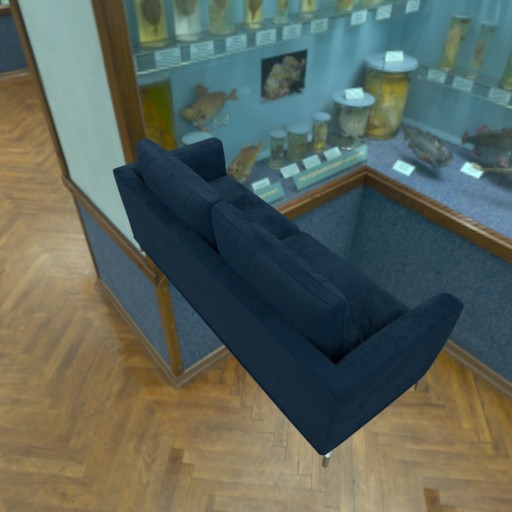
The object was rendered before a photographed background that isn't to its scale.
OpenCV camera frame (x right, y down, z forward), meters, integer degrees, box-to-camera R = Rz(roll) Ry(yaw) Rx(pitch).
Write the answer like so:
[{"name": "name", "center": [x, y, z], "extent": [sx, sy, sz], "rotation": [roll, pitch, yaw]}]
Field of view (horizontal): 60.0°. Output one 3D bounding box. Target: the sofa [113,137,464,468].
[{"name": "sofa", "center": [0.000, 0.000, 2.734], "extent": [0.853, 0.998, 2.212], "rotation": [-26, 47, -27]}]
